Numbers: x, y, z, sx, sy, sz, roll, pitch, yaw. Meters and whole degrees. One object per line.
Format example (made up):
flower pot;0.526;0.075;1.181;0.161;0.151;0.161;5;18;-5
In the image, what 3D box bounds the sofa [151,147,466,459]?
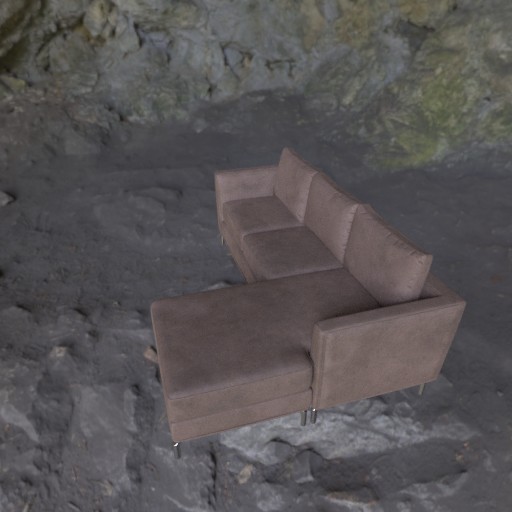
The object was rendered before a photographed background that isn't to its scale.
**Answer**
sofa;0.000;0.000;3.284;1.622;0.987;2.438;-9;31;-15
